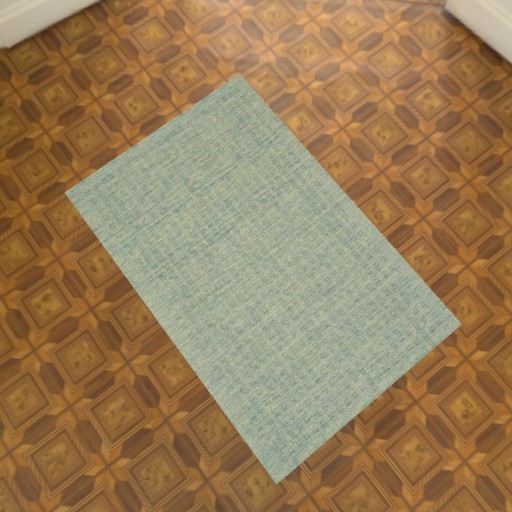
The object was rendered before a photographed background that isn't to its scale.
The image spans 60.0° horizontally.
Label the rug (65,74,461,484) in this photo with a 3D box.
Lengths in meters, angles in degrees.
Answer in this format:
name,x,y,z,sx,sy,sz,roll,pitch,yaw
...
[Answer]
name,x,y,z,sx,sy,sz,roll,pitch,yaw
rug,0.000,0.000,2.214,1.142,0.006,1.752,-37,79,-8
